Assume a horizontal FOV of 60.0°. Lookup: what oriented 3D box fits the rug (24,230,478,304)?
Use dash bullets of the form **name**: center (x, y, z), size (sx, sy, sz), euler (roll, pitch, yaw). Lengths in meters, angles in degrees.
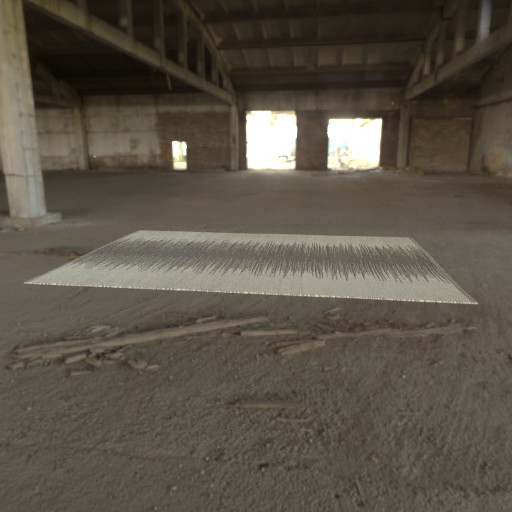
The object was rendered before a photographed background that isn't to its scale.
- **rug**: center (0.000, 0.000, 2.326), size (1.815, 0.007, 1.226), euler (2, 14, 8)
